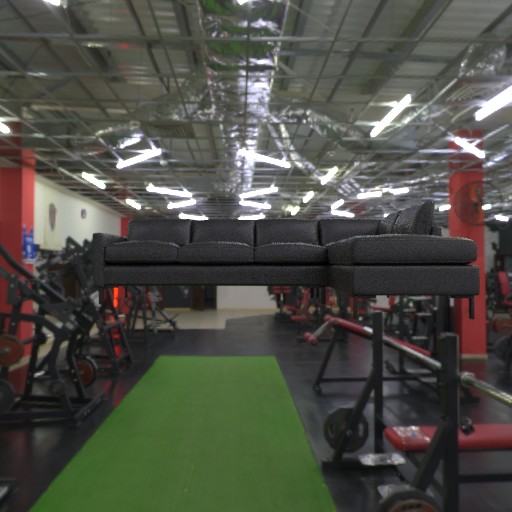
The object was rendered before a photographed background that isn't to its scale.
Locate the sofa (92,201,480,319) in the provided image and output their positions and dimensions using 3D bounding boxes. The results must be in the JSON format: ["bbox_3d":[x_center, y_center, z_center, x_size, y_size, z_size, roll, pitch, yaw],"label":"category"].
[{"bbox_3d":[0.000,0.000,3.897,2.984,0.877,1.938,0,-1,0],"label":"sofa"}]
